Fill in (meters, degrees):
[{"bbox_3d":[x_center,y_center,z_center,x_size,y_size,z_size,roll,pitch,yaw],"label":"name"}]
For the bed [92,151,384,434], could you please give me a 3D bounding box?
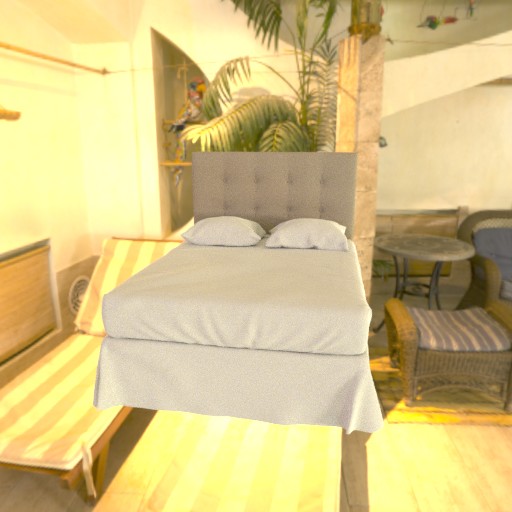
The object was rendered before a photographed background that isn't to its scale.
[{"bbox_3d":[0.000,0.000,3.556,1.936,1.577,2.222,2,15,9],"label":"bed"}]
